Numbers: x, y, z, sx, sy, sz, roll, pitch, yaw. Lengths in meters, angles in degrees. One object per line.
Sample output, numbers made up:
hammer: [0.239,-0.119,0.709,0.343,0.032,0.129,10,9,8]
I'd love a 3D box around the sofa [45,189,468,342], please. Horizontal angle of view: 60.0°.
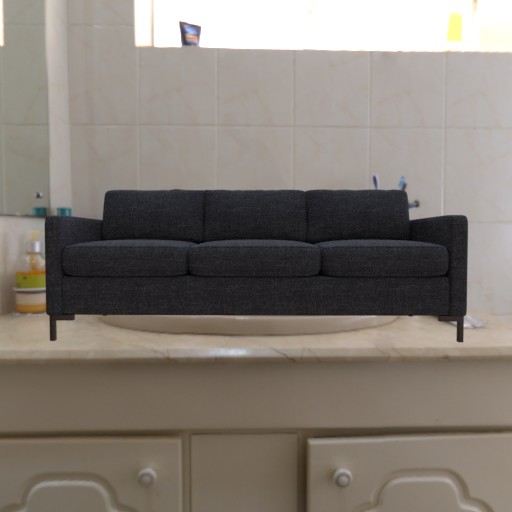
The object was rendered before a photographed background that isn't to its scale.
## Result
sofa: [0.000,0.000,2.714,2.218,0.874,0.859,0,2,1]
